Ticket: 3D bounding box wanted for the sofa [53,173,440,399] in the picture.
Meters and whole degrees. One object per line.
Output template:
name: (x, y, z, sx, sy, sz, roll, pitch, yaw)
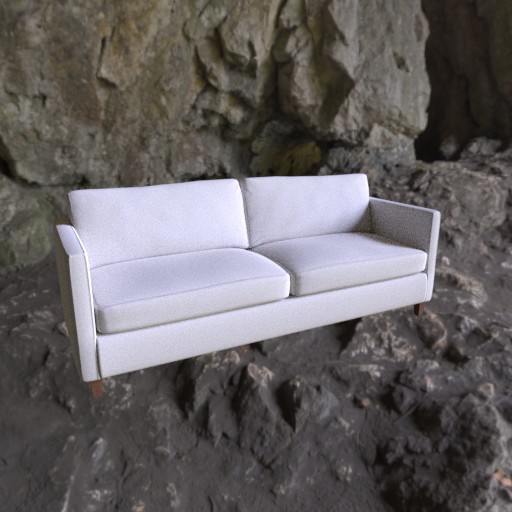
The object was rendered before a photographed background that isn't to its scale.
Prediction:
sofa: (0.000, 0.000, 2.913, 2.361, 0.962, 0.951, -8, 18, -26)
